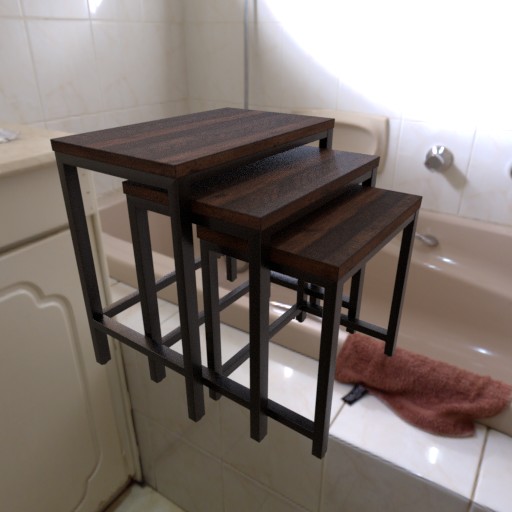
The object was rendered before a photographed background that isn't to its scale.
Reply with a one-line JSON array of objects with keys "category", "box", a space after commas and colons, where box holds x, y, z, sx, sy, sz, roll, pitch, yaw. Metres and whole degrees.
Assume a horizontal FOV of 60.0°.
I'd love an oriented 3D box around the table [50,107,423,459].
[{"category": "table", "box": [0.000, 0.000, 1.141, 0.660, 0.616, 0.608, 18, 31, 32]}]
